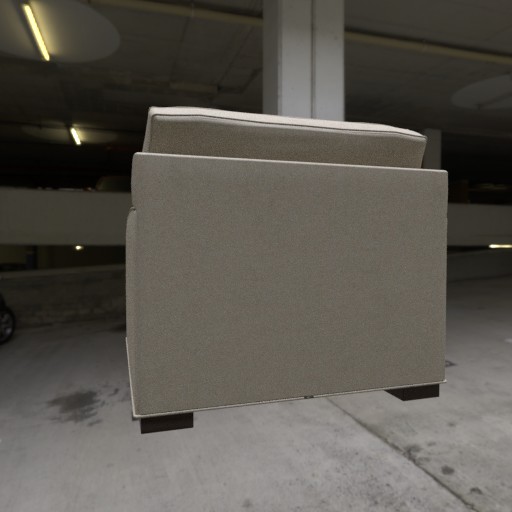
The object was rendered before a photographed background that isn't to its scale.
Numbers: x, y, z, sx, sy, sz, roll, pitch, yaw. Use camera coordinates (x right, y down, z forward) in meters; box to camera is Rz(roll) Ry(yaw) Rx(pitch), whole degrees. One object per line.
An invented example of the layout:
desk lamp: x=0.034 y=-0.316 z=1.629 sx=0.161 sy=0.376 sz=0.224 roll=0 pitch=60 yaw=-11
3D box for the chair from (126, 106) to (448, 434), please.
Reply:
chair: x=0.000 y=0.000 z=1.789 sx=0.998 sy=0.913 sz=1.043 roll=-1 pitch=2 yaw=-17
